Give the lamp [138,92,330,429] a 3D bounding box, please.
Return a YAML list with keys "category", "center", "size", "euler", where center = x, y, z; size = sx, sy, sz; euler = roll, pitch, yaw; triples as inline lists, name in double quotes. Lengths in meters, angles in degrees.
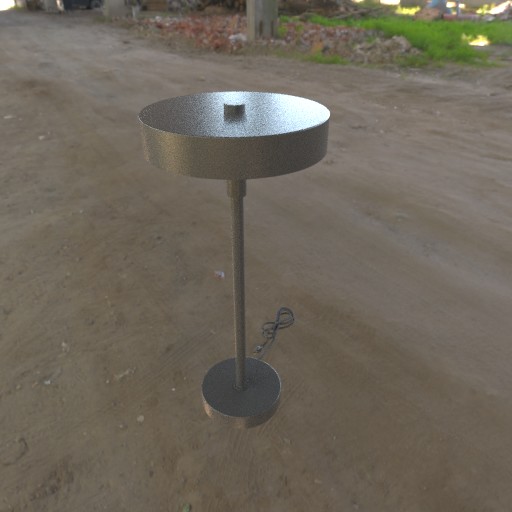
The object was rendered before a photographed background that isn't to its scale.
- category: "lamp"
  center: [0.000, 0.000, 0.719]
  size: [0.229, 0.508, 0.369]
  euler: [11, 33, 18]
